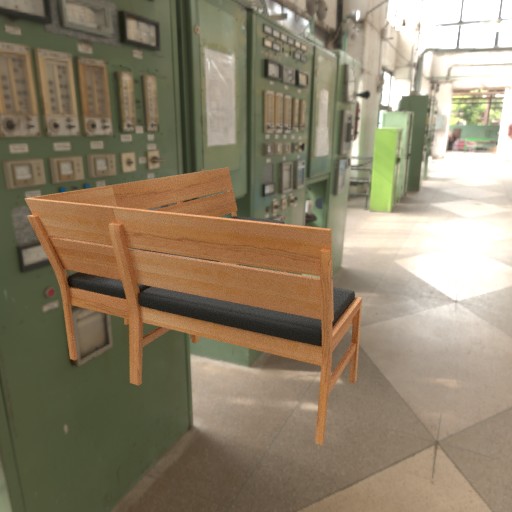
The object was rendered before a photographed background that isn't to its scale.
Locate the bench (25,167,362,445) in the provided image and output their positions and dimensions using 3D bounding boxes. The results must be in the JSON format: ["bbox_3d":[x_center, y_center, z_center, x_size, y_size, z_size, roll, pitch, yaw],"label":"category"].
[{"bbox_3d":[0.000,0.000,2.785,1.548,0.890,1.948,8,18,26],"label":"bench"}]
